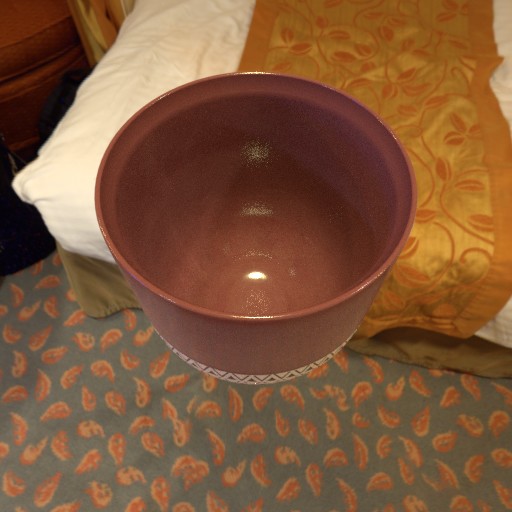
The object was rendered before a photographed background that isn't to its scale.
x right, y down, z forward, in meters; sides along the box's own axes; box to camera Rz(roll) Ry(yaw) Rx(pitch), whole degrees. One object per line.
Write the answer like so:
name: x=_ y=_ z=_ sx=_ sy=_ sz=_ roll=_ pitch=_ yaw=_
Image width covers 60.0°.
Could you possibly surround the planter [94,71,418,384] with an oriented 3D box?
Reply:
planter: x=0.000 y=0.000 z=0.484 sx=0.266 sy=0.270 sz=0.266 roll=0 pitch=59 yaw=0
